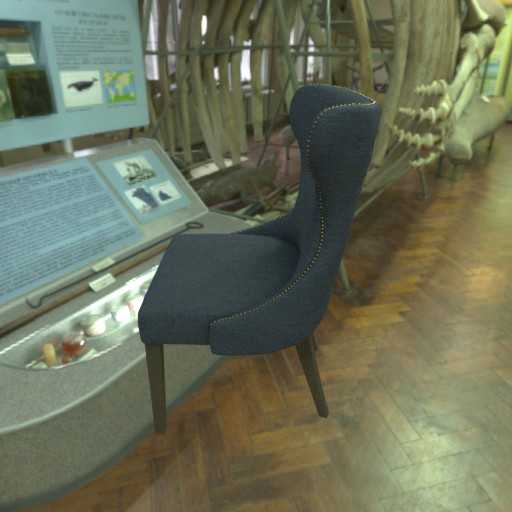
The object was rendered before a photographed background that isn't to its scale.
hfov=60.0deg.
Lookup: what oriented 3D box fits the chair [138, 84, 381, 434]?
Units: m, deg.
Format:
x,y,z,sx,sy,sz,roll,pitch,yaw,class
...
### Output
x,y,z,sx,sy,sz,roll,pitch,yaw,class
0.000,0.000,1.382,0.635,0.967,0.628,0,25,1,chair
